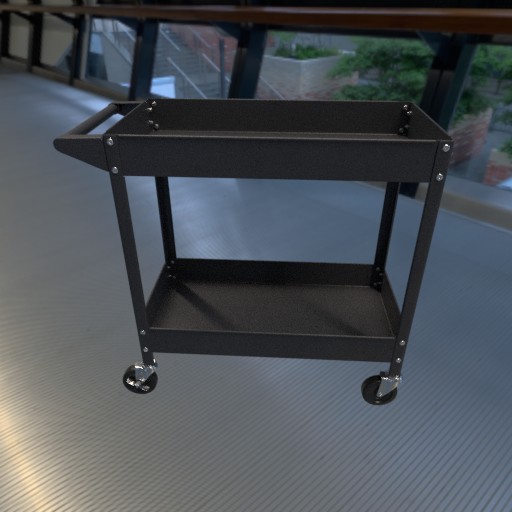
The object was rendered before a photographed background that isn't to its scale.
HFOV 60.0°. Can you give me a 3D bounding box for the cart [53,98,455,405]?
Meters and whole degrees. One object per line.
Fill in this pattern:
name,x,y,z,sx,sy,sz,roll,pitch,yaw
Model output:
cart,0.000,0.000,1.160,0.779,0.719,0.366,2,31,3
